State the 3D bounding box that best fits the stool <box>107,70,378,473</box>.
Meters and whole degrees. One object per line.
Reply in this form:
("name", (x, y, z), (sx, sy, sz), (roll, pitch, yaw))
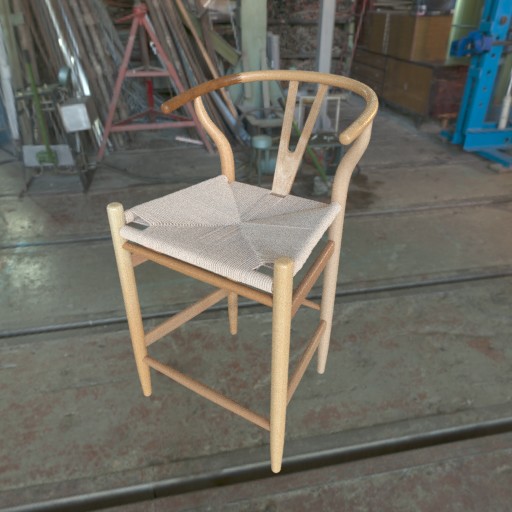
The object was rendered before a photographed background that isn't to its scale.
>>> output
("stool", (0.000, 0.000, 1.271), (0.536, 0.923, 0.575), (18, 35, 28))
